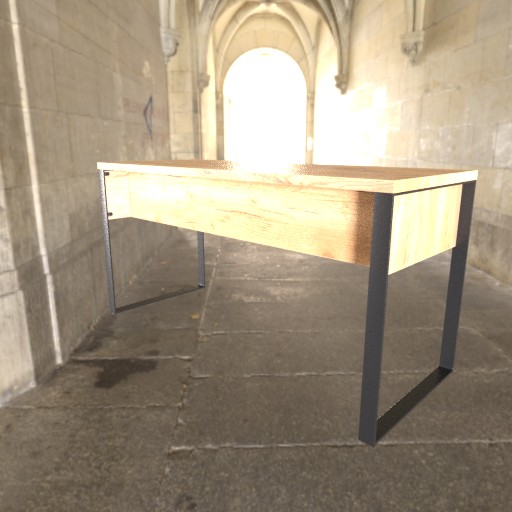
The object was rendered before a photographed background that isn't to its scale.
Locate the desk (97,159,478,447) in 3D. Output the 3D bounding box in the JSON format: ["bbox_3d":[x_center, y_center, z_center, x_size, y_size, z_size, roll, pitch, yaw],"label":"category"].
[{"bbox_3d":[0.000,0.000,1.901,1.520,0.760,0.600,13,19,42],"label":"desk"}]
